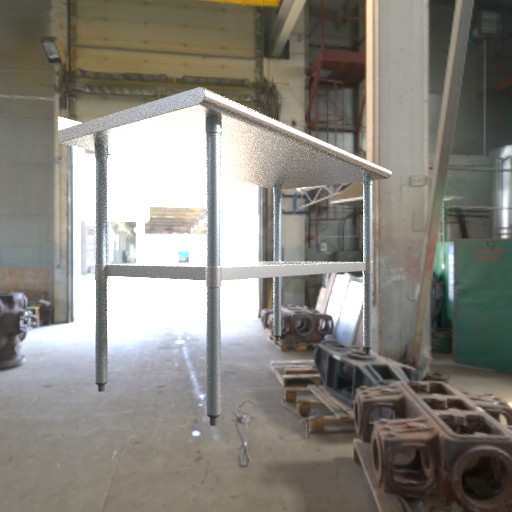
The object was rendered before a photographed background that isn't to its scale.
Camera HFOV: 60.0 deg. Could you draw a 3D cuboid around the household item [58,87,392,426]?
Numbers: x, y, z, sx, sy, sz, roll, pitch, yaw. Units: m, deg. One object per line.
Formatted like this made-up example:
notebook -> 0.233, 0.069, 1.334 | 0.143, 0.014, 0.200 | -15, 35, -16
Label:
household item -> 0.000, 0.000, 1.667 | 0.610, 0.851, 1.219 | 0, 0, 36
